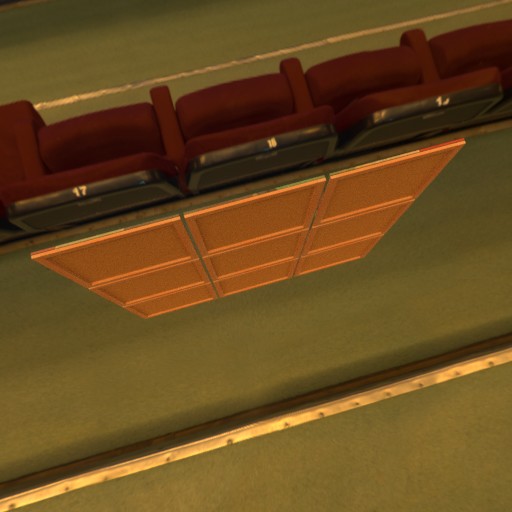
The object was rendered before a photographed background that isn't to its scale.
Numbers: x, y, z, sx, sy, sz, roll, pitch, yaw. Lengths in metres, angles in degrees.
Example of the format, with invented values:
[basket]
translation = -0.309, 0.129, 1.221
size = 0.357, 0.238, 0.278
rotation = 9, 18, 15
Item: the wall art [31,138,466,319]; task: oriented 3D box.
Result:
[wall art]
translation = 0.000, 0.000, 1.334
size = 0.911, 0.910, 0.012
rotation = -15, 75, -4
